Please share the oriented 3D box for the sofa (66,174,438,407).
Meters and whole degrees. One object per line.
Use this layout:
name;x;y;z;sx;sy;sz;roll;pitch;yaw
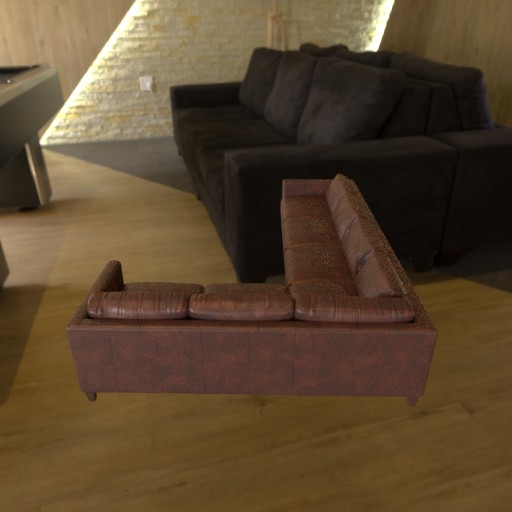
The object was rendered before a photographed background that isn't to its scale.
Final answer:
sofa;0.000;0.000;4.384;2.438;0.836;3.152;1;28;1
